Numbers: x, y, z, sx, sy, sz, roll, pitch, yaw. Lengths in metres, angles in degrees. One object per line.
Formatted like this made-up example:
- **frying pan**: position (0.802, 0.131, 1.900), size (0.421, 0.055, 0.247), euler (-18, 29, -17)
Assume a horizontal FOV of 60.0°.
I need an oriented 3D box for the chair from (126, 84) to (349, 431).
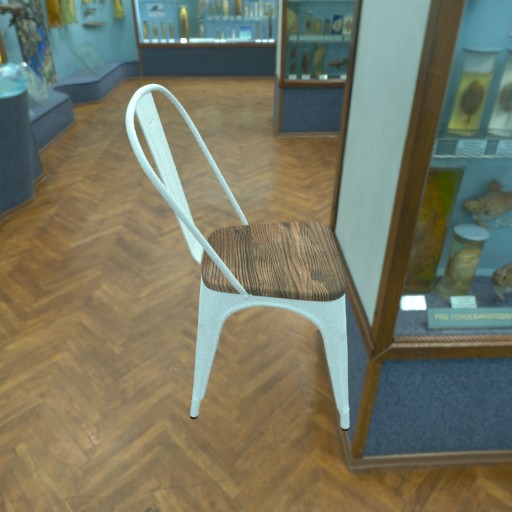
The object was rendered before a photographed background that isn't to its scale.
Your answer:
- **chair**: position (0.000, 0.000, 1.187), size (0.521, 0.851, 0.452), euler (0, 32, 0)
